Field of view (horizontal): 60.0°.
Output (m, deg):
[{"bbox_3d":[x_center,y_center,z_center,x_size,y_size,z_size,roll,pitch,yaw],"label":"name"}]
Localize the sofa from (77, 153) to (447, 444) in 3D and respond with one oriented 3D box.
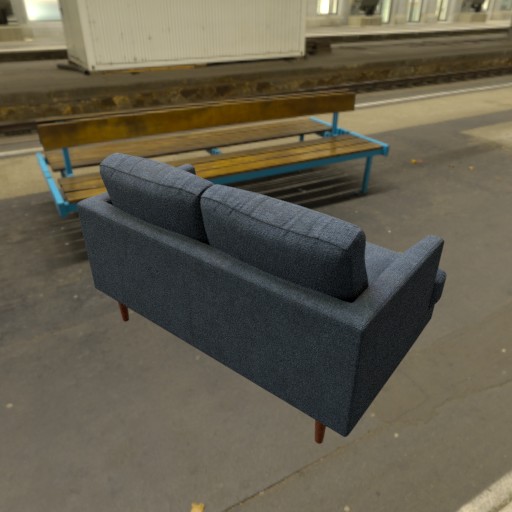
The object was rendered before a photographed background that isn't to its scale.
[{"bbox_3d":[0.000,0.000,2.168,1.582,0.944,0.903,22,37,32],"label":"sofa"}]
